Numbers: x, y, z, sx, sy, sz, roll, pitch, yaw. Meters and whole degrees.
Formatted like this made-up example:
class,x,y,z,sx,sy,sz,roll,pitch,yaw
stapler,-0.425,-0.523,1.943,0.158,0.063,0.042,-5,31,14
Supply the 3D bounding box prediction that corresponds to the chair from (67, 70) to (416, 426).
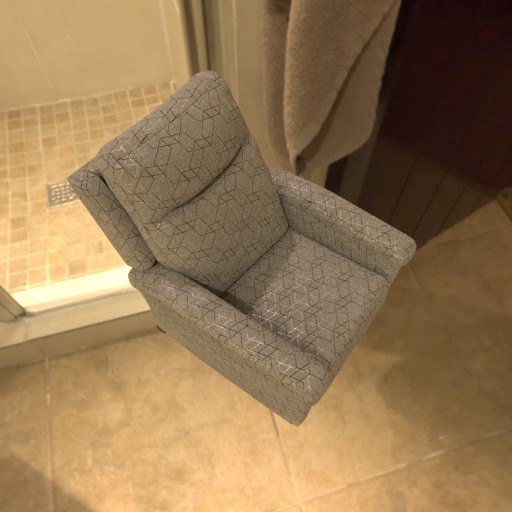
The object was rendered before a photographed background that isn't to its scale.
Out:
class,x,y,z,sx,sy,sz,roll,pitch,yaw
chair,0.000,0.000,1.728,0.987,1.048,0.753,32,64,18
